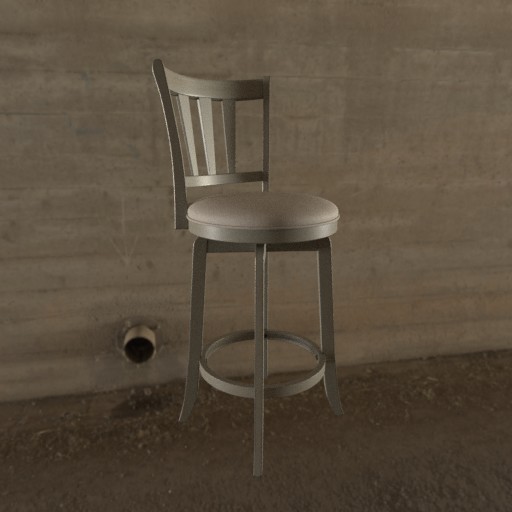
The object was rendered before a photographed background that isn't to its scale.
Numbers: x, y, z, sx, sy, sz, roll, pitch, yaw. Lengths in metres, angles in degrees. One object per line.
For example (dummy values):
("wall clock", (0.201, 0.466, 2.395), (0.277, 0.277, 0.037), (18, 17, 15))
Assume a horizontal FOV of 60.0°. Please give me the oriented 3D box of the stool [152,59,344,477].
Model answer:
("stool", (0.000, 0.000, 1.286), (0.475, 1.042, 0.436), (14, 20, 43))
